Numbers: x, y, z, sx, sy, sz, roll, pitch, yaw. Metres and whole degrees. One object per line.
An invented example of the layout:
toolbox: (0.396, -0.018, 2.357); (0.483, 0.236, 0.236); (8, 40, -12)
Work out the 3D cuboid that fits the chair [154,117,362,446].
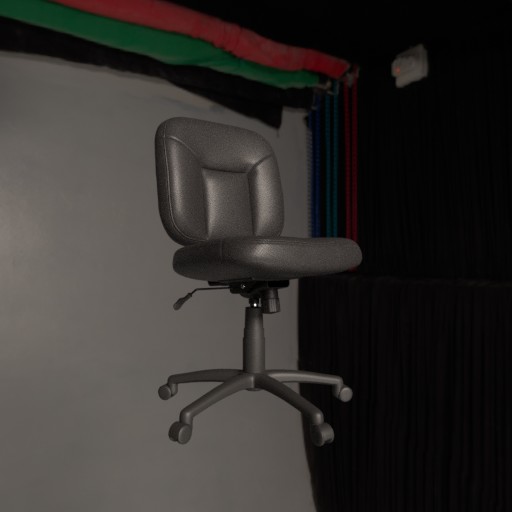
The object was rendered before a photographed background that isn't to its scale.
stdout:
chair: (0.000, 0.000, 1.377); (0.647, 0.959, 0.646); (0, 0, -34)
